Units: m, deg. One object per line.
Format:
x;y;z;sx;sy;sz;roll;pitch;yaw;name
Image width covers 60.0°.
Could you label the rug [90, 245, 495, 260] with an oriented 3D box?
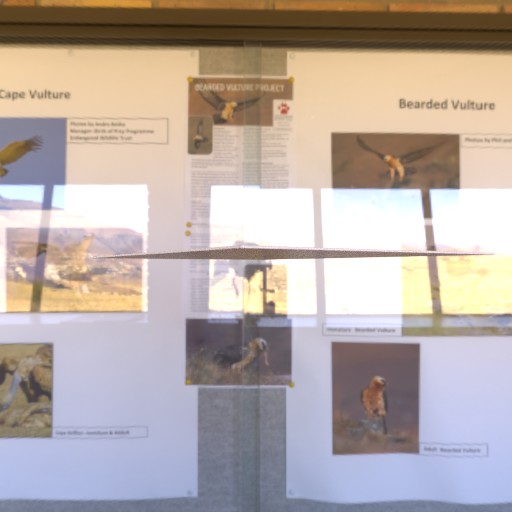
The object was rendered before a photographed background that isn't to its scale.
0.000;0.000;3.654;2.005;0.014;2.878;1;-2;-33;rug
